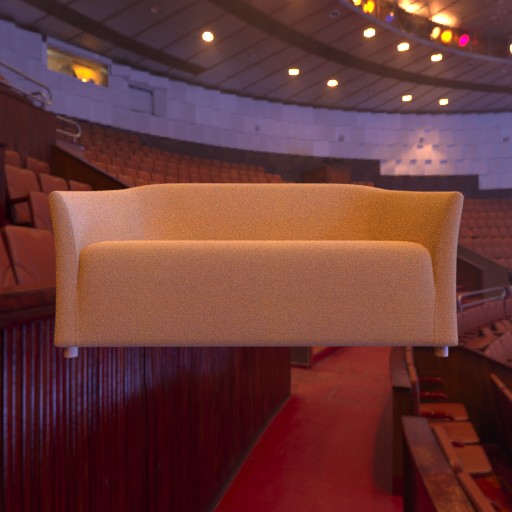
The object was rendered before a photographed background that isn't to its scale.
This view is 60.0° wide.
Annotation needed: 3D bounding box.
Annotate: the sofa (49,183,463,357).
[{"bbox_3d":[0.000,0.000,1.884,1.452,0.721,0.705,0,0,-1],"label":"sofa"}]
